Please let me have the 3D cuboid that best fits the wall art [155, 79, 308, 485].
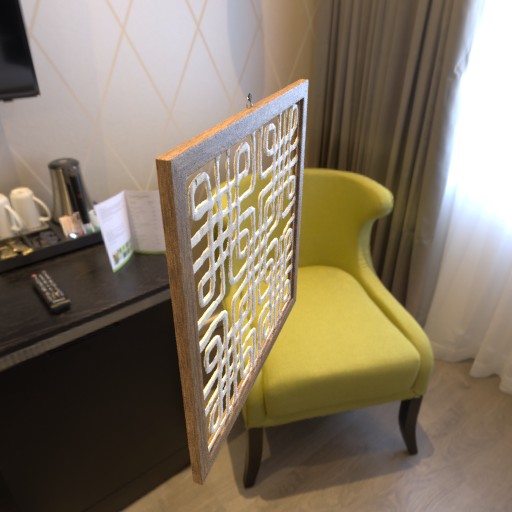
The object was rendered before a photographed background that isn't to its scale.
[{"bbox_3d":[0.000,0.000,0.825,0.021,0.582,0.561,11,32,18],"label":"wall art"}]
